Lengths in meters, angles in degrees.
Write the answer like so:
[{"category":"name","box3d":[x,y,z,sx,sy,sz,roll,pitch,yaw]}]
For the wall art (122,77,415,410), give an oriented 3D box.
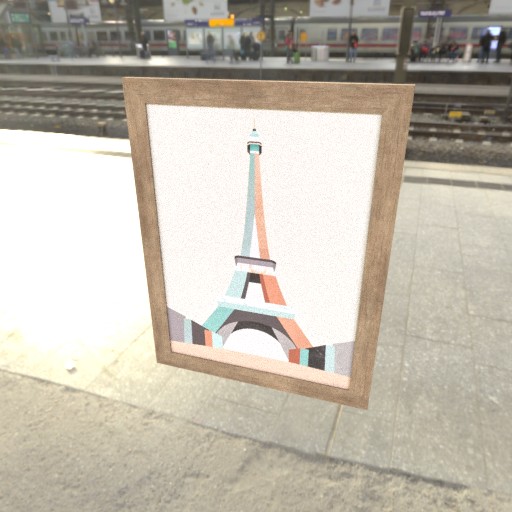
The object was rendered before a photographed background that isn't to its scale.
[{"category":"wall art","box3d":[0.000,0.000,0.930,0.534,0.686,0.018,8,27,16]}]
